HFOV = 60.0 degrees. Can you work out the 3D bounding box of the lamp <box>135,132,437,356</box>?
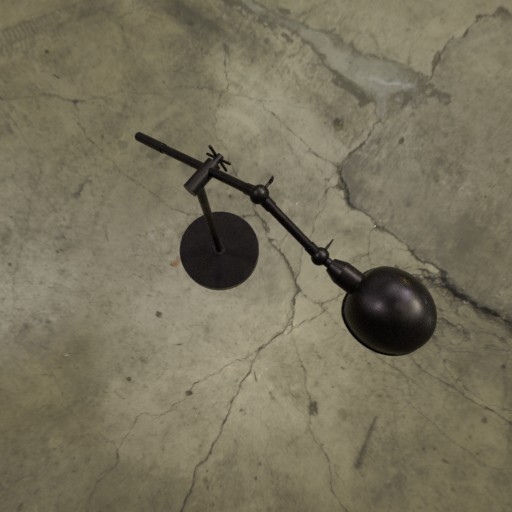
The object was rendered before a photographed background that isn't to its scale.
[{"bbox_3d":[0.000,0.000,0.804,0.567,0.495,0.185,38,79,8],"label":"lamp"}]
